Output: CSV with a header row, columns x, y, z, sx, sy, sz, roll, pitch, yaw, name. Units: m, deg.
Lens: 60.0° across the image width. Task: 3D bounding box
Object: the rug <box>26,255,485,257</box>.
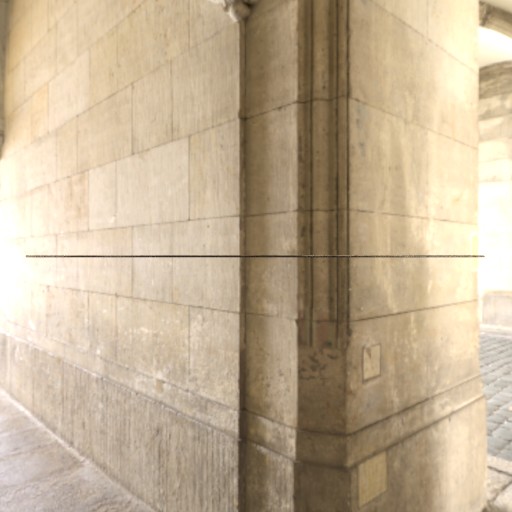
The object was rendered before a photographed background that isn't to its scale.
x,y,z,sx,sy,sz,roll,pitch,yaw,name
0.000,0.000,4.157,3.049,0.015,2.457,0,0,0,rug
